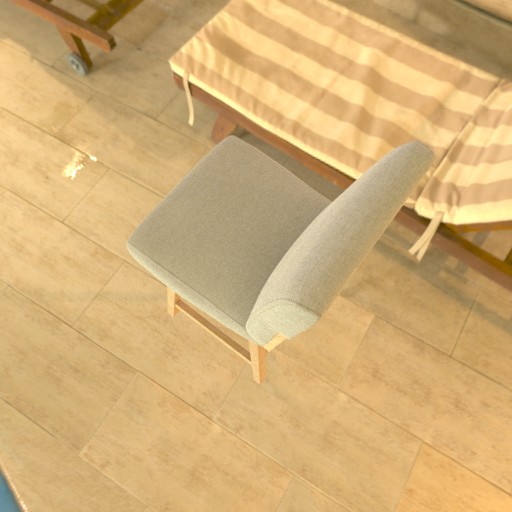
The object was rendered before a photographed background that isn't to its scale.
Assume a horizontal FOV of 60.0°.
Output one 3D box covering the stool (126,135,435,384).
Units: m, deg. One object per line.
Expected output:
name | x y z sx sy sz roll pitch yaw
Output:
stool | 0.000 0.000 1.390 0.606 1.085 0.507 35 70 14
